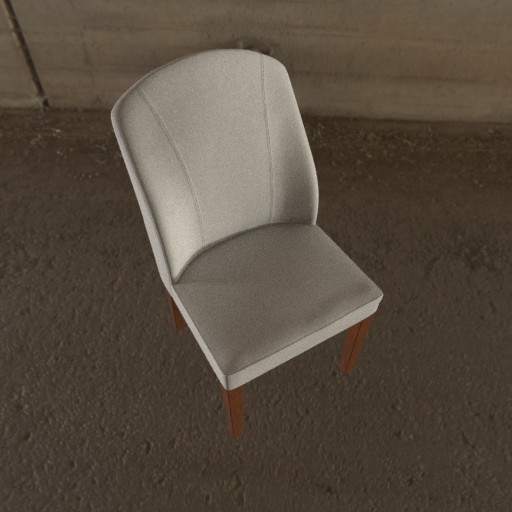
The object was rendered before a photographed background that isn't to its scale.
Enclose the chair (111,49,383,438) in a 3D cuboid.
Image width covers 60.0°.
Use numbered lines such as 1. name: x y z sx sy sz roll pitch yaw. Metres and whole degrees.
1. chair: 0.000 0.000 1.195 0.472 0.893 0.540 -23 52 -20
